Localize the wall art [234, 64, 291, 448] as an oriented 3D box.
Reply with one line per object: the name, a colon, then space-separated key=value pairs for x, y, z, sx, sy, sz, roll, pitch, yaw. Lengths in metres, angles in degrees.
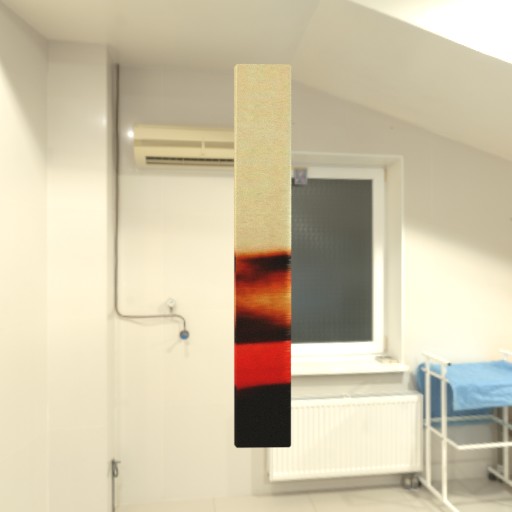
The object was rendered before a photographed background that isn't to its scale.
wall art: x=0.000 y=0.000 z=0.481 sx=0.037 sy=0.251 sz=0.383 roll=0 pitch=0 yaw=-1
